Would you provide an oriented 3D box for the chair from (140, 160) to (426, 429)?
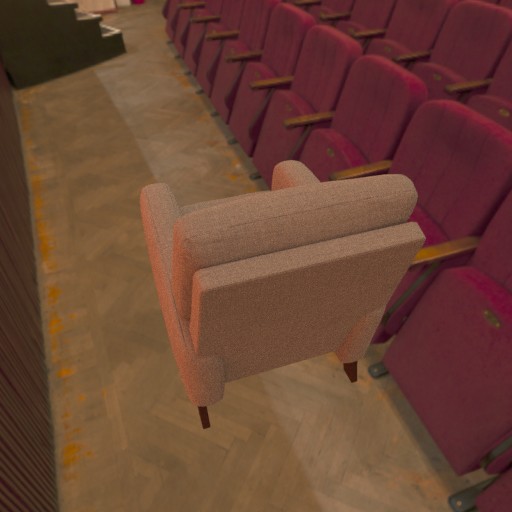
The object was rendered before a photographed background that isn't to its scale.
[{"bbox_3d":[0.000,0.000,1.673,0.762,0.990,0.990,-13,43,-14],"label":"chair"}]
